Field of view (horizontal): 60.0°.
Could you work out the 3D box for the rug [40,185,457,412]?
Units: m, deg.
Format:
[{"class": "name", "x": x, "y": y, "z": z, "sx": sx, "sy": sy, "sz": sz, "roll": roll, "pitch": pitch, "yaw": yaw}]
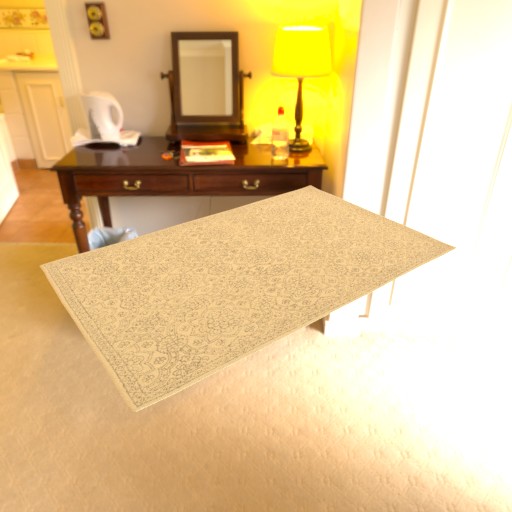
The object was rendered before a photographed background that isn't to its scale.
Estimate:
[{"class": "rug", "x": 0.000, "y": 0.000, "z": 3.020, "sx": 2.434, "sy": 0.023, "sz": 1.518, "roll": -21, "pitch": 36, "yaw": -31}]
